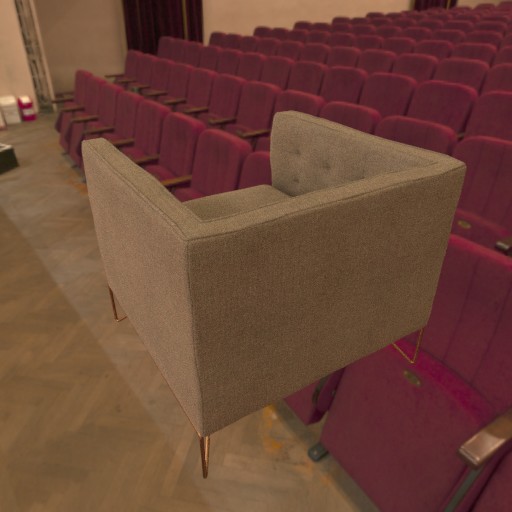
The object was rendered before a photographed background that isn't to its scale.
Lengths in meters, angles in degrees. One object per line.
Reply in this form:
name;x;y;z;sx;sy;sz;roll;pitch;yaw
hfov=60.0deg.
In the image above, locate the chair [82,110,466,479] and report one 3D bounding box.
chair;0.000;0.000;1.597;0.920;0.799;0.912;-17;35;-27
